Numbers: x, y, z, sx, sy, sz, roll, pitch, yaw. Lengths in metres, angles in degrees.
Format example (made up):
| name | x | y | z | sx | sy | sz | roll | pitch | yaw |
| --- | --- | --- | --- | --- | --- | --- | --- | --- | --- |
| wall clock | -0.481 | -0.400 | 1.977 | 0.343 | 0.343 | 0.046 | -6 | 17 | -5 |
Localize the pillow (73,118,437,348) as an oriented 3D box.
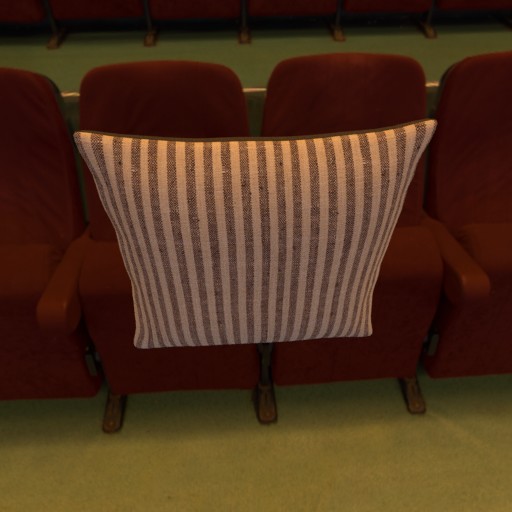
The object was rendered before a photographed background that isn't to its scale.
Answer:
| name | x | y | z | sx | sy | sz | roll | pitch | yaw |
| --- | --- | --- | --- | --- | --- | --- | --- | --- | --- |
| pillow | 0.000 | 0.000 | 0.797 | 0.523 | 0.506 | 0.166 | -3 | 44 | -3 |
